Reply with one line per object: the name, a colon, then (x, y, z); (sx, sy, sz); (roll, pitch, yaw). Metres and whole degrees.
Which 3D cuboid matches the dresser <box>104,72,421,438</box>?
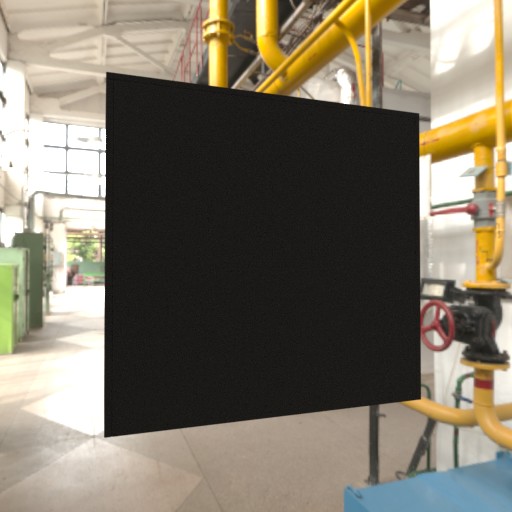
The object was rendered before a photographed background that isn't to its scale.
dresser: (0.000, 0.000, 1.162); (0.750, 0.720, 0.360); (0, -1, -19)
